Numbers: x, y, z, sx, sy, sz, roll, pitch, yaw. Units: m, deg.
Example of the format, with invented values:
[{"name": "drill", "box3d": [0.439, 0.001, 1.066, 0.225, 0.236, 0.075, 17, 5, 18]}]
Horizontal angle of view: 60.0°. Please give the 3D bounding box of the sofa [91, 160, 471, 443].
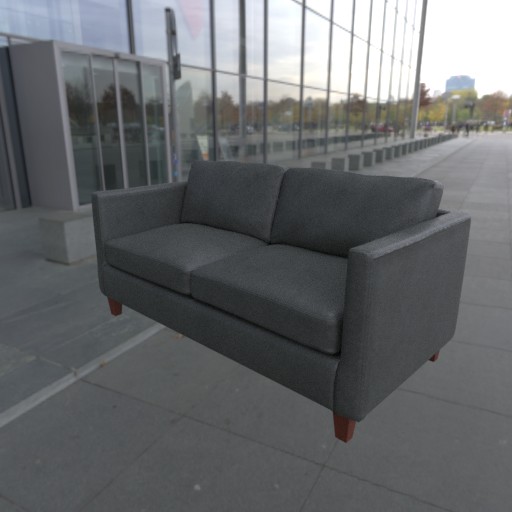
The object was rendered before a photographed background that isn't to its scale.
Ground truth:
[{"name": "sofa", "box3d": [0.000, 0.000, 2.402, 1.883, 0.933, 0.951, 15, 22, 41]}]
